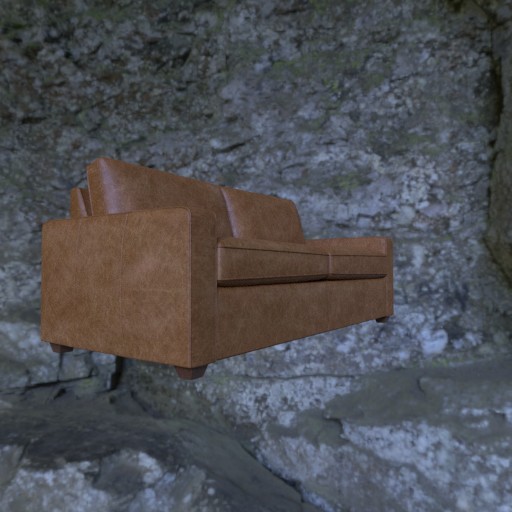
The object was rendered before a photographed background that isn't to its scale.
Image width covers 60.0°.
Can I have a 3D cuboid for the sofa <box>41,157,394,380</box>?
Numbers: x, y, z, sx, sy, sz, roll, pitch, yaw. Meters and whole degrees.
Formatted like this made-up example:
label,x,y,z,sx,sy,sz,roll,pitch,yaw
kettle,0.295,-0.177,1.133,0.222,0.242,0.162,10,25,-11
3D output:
label,x,y,z,sx,sy,sz,roll,pitch,yaw
sofa,0.000,0.000,2.646,0.991,0.928,2.156,-1,-2,36
